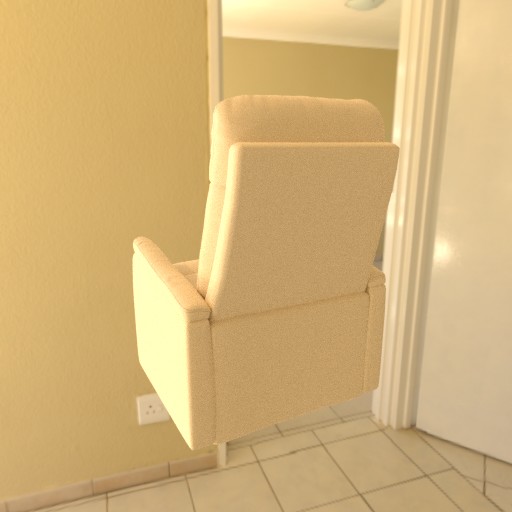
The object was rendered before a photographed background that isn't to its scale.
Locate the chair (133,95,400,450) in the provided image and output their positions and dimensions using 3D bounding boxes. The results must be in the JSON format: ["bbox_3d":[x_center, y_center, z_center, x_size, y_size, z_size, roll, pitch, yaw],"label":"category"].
[{"bbox_3d":[0.000,0.000,1.650,0.775,1.082,0.831,-8,16,-27],"label":"chair"}]
